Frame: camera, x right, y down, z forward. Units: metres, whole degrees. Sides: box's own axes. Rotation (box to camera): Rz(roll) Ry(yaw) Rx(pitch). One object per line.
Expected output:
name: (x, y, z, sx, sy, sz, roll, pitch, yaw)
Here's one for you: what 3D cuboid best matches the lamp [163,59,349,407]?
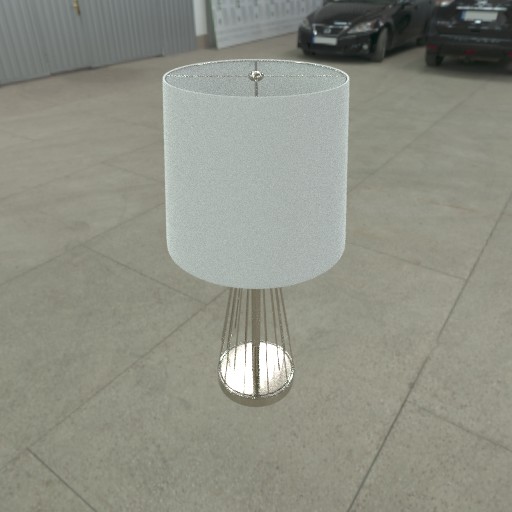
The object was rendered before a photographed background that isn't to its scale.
lamp: (0.000, 0.000, 0.788, 0.303, 0.618, 0.303, 0, 33, 0)
